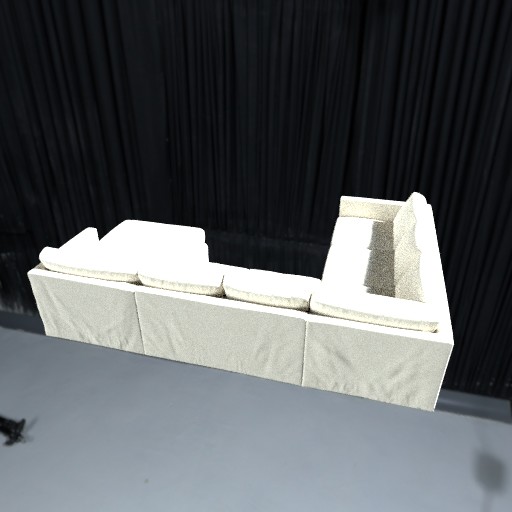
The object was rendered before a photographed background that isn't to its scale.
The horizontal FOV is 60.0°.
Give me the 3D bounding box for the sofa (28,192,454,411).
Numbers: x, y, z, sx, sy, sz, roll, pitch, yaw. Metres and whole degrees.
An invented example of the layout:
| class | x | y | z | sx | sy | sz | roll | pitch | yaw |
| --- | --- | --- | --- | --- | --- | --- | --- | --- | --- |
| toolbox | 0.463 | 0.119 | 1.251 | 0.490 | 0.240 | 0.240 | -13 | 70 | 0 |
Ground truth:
| class | x | y | z | sx | sy | sz | roll | pitch | yaw |
| --- | --- | --- | --- | --- | --- | --- | --- | --- | --- |
| sofa | 0.000 | 0.000 | 4.531 | 3.460 | 0.882 | 2.427 | 8 | 31 | 13 |
